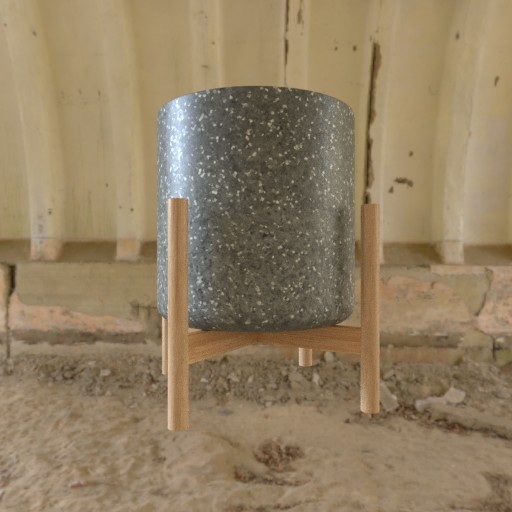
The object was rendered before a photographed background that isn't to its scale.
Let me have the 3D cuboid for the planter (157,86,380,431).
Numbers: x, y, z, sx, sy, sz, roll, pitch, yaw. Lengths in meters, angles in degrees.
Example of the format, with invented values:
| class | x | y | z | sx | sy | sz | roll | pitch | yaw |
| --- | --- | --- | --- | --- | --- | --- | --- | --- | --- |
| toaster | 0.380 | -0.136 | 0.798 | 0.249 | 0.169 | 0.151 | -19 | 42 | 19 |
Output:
| class | x | y | z | sx | sy | sz | roll | pitch | yaw |
| --- | --- | --- | --- | --- | --- | --- | --- | --- | --- |
| planter | 0.000 | 0.000 | 0.696 | 0.360 | 0.419 | 0.360 | 0 | 0 | -36 |
